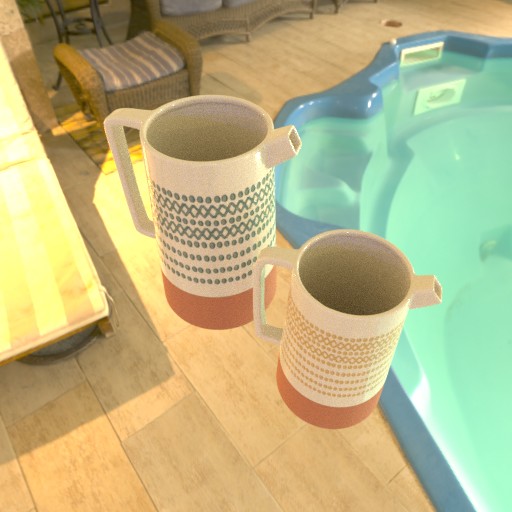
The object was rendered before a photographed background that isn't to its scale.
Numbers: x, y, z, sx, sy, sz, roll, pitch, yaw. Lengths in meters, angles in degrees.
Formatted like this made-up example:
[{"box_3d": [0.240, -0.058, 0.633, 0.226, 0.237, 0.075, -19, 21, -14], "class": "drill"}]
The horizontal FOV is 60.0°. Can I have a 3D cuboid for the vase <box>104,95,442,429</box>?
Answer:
[{"box_3d": [0.000, 0.000, 0.452, 0.168, 0.247, 0.326, -24, 51, -21], "class": "vase"}]
